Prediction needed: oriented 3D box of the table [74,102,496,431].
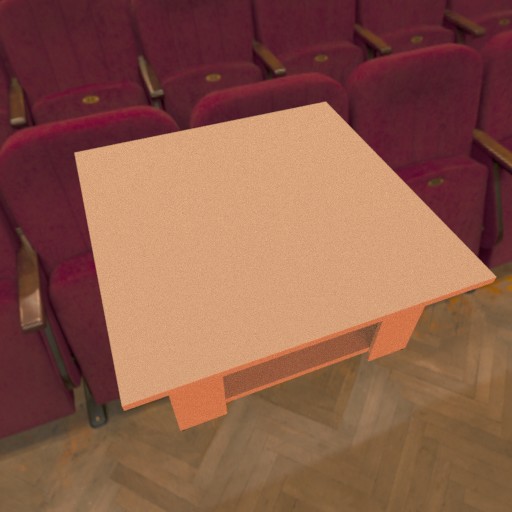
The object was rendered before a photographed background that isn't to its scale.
[{"bbox_3d":[0.000,0.000,1.041,0.670,0.305,0.670,-16,50,-14],"label":"table"}]
